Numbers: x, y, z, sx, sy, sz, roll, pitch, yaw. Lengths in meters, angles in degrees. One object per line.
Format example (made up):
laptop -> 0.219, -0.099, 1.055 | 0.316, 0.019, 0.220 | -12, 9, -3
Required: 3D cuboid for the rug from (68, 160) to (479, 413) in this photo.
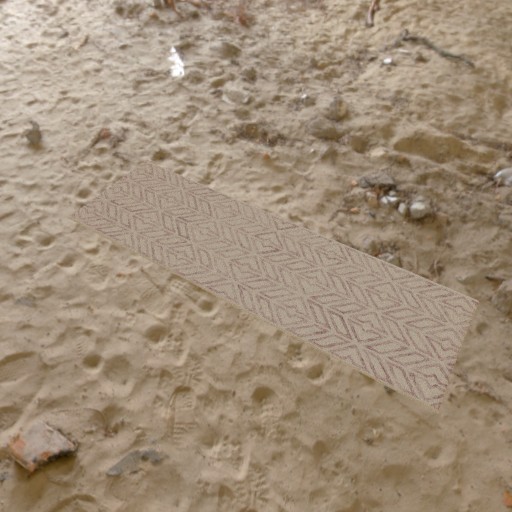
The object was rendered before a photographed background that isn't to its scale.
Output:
rug -> 0.000, 0.000, 2.666 | 2.435, 0.009, 0.750 | 25, 52, 21
